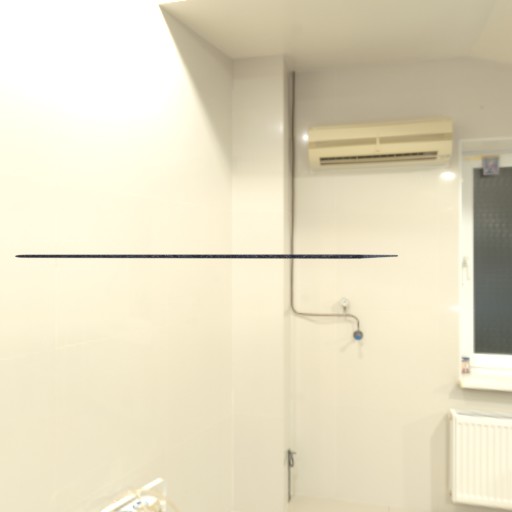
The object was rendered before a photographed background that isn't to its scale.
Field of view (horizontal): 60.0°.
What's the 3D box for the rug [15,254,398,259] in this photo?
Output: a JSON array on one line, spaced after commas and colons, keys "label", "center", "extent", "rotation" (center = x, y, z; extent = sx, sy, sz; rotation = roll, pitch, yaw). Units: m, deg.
[{"label": "rug", "center": [0.000, 0.000, 4.169], "extent": [2.385, 0.024, 3.245], "rotation": [0, 0, 21]}]
